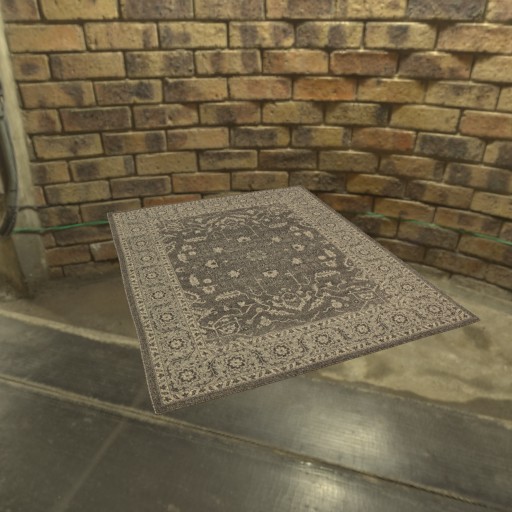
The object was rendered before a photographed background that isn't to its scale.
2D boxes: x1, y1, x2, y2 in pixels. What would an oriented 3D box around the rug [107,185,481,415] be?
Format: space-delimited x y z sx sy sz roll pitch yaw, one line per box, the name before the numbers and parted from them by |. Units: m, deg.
rug | 0.000 0.000 4.183 2.451 0.026 3.069 -11 32 -18
